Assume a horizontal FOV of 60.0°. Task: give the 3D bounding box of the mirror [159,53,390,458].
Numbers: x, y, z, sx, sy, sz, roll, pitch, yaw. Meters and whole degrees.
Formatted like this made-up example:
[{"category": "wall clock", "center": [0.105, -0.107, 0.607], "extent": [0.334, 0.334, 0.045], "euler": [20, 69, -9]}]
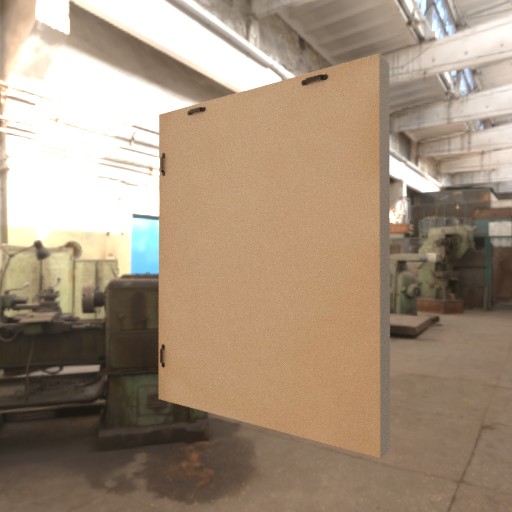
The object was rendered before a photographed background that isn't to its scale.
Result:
[{"category": "mirror", "center": [0.000, 0.000, 0.686], "extent": [0.406, 0.509, 0.041], "euler": [0, -1, 36]}]
